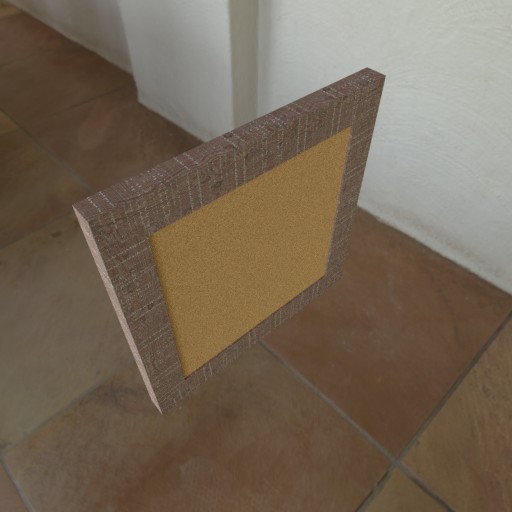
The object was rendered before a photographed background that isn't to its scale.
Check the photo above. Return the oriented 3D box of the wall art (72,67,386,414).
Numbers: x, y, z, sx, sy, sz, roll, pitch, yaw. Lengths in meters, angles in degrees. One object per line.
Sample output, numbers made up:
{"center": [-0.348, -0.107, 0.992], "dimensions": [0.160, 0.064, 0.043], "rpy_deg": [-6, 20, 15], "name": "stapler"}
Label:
{"center": [0.000, 0.000, 0.817], "dimensions": [0.531, 0.531, 0.040], "rpy_deg": [-33, 56, -26], "name": "wall art"}
